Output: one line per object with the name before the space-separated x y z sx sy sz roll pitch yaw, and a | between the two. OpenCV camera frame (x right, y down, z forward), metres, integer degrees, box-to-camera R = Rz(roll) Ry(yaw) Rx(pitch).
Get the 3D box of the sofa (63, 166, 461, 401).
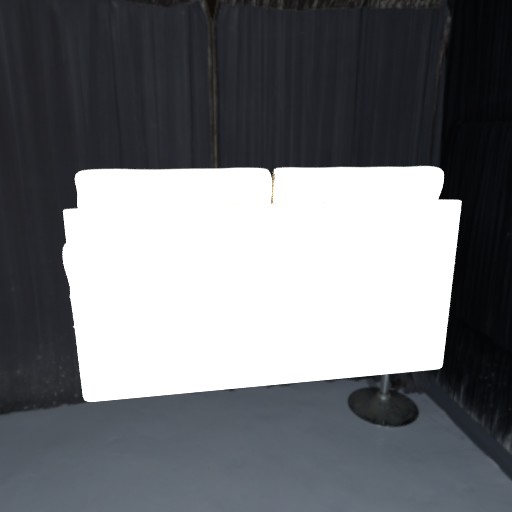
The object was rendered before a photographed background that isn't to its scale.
sofa | 0.000 0.000 2.312 1.727 0.940 0.991 -3 15 -10
